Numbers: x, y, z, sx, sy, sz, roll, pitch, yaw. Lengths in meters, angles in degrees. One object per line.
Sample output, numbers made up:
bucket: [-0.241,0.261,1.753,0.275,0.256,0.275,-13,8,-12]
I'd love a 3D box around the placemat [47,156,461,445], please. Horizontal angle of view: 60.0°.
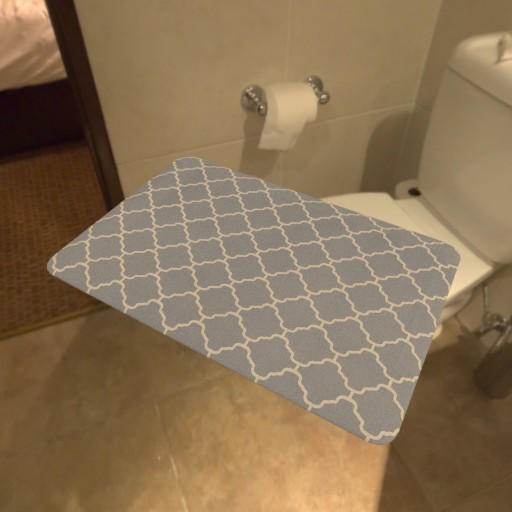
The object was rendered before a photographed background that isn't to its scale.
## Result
placemat: [0.000,0.000,0.948,0.762,0.021,0.508,22,49,21]
